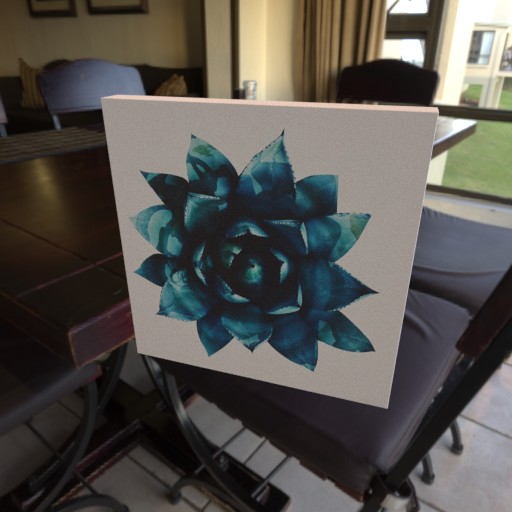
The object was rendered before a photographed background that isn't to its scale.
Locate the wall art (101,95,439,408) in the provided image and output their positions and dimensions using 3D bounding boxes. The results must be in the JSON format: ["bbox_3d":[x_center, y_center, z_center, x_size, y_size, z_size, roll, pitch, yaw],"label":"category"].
[{"bbox_3d":[0.000,0.000,0.616,0.406,0.406,0.038,8,27,16],"label":"wall art"}]
